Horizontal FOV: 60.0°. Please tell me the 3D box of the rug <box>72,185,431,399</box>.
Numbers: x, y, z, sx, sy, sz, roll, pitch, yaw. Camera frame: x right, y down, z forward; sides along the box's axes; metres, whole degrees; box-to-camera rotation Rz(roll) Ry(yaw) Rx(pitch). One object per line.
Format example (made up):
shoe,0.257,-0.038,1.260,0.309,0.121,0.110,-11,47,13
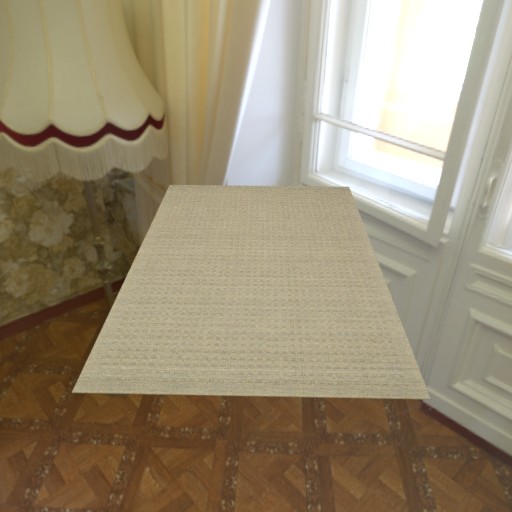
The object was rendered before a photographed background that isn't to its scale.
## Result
rug,0.000,0.000,3.669,1.981,0.006,2.895,1,32,1
